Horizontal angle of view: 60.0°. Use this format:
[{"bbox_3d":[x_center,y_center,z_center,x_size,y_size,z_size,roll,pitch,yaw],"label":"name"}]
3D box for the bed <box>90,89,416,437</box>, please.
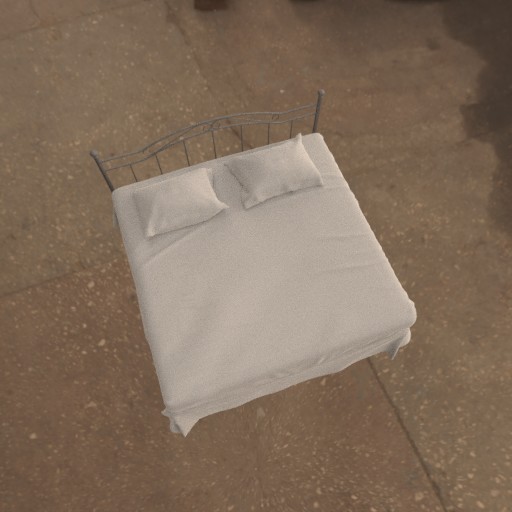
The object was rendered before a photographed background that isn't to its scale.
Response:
[{"bbox_3d":[0.000,0.000,3.721,2.309,1.080,2.220,-18,66,-8],"label":"bed"}]
